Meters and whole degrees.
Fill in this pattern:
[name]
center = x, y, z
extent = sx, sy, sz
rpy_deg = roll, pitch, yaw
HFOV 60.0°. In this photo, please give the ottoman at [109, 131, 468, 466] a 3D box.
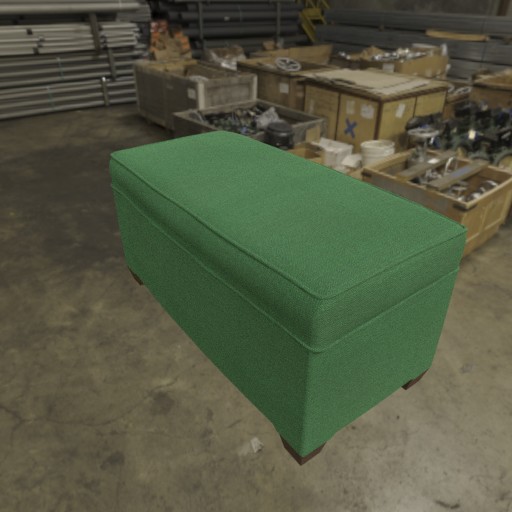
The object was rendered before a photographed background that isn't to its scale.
[ottoman]
center = 0.000, 0.000, 1.233
extent = 0.483, 0.471, 0.957
rpy_deg = -21, 37, -30
